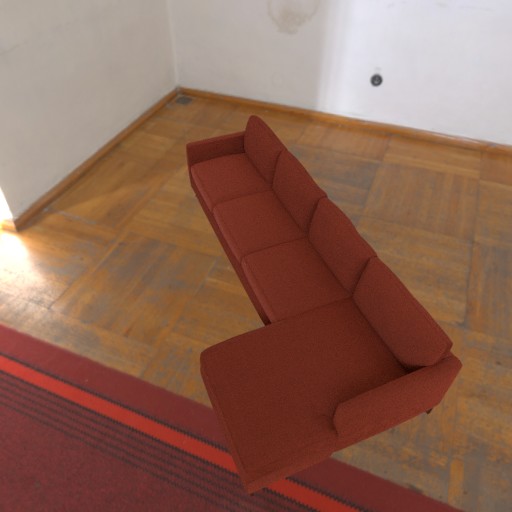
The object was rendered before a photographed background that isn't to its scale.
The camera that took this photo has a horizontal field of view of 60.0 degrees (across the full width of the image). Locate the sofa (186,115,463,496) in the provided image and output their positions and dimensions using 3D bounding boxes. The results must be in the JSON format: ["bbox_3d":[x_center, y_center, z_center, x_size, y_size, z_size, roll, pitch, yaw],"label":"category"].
[{"bbox_3d":[0.000,0.000,3.379,1.350,0.810,2.932,-17,48,-16],"label":"sofa"}]
